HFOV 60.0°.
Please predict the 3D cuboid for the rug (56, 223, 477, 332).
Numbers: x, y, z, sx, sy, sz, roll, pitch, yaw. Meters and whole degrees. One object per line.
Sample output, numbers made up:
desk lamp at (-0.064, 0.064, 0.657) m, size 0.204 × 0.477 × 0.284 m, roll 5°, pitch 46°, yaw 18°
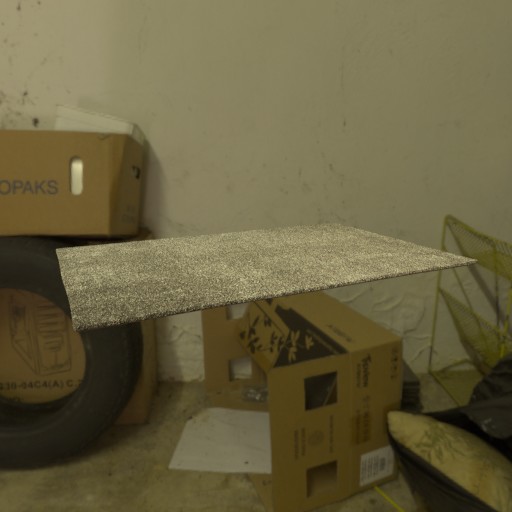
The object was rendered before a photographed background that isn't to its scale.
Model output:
rug at (0.000, 0.000, 2.915) m, size 2.352 × 0.025 × 1.501 m, roll -7°, pitch 16°, yaw -25°
